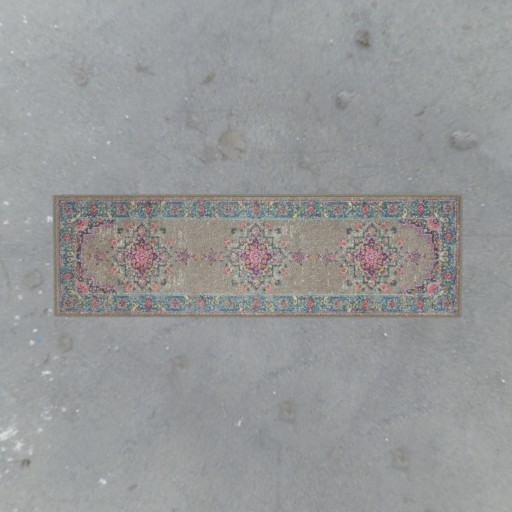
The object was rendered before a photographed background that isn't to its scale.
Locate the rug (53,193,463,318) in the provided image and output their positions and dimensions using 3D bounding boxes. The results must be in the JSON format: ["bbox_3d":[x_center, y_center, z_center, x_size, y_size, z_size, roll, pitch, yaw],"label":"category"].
[{"bbox_3d":[0.000,0.000,1.978,1.827,0.012,0.553,0,91,1],"label":"rug"}]
